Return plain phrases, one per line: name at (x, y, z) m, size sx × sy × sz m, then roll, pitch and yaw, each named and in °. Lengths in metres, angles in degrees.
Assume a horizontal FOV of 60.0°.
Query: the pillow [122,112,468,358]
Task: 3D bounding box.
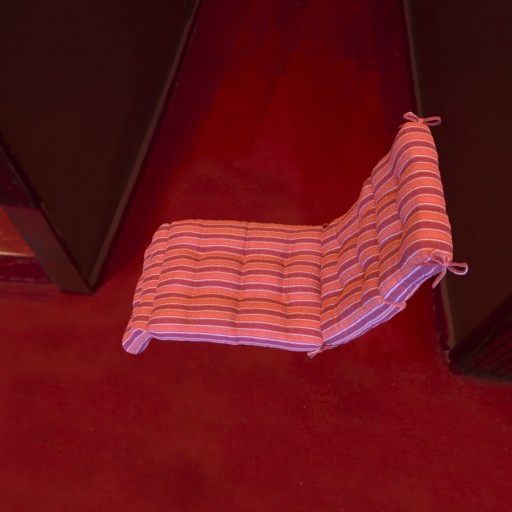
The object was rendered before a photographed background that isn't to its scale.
pillow at (0.000, 0.000, 1.495) m, size 1.016 × 0.863 × 0.526 m, roll 4°, pitch 58°, yaw 3°
